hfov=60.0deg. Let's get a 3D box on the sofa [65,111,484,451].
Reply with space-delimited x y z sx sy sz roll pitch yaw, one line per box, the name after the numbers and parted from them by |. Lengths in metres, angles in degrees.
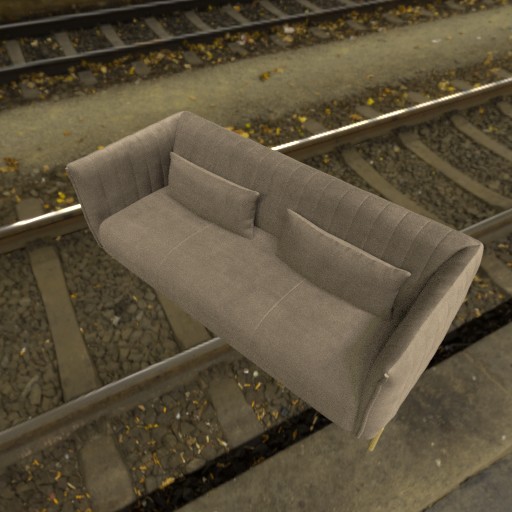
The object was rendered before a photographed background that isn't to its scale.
0.000 0.000 2.378 1.980 0.780 0.876 31 53 27 | sofa
